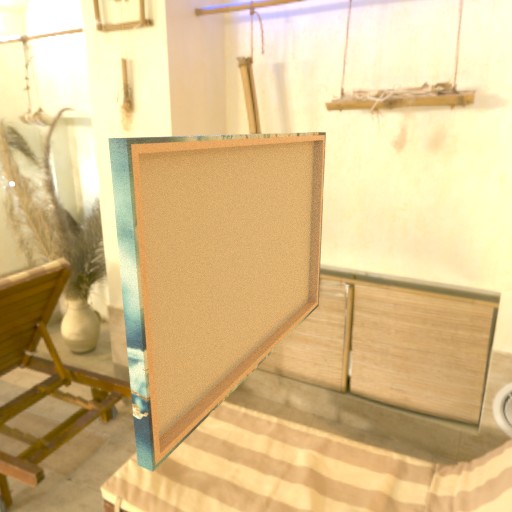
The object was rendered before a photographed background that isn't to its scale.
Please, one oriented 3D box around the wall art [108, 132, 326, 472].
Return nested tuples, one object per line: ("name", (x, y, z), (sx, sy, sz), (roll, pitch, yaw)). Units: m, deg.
("wall art", (0.000, 0.000, 1.147), (0.038, 0.608, 0.912), (8, 18, 26))
